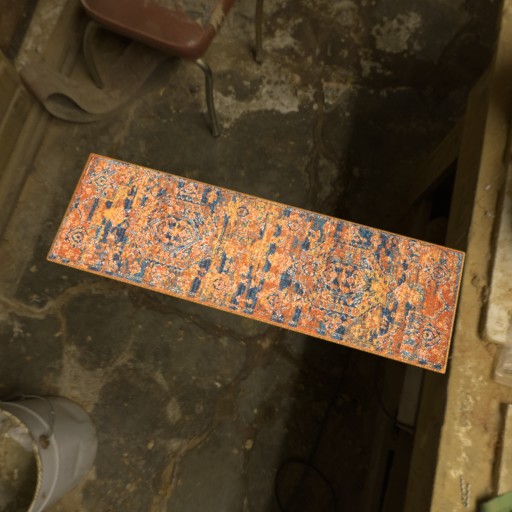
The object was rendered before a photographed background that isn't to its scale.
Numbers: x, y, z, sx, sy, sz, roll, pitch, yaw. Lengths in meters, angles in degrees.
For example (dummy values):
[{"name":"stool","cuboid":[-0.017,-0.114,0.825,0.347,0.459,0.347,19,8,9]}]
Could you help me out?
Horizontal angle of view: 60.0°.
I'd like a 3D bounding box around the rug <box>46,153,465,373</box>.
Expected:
[{"name":"rug","cuboid":[0.000,0.000,2.008,1.820,0.013,0.556,15,76,4]}]
